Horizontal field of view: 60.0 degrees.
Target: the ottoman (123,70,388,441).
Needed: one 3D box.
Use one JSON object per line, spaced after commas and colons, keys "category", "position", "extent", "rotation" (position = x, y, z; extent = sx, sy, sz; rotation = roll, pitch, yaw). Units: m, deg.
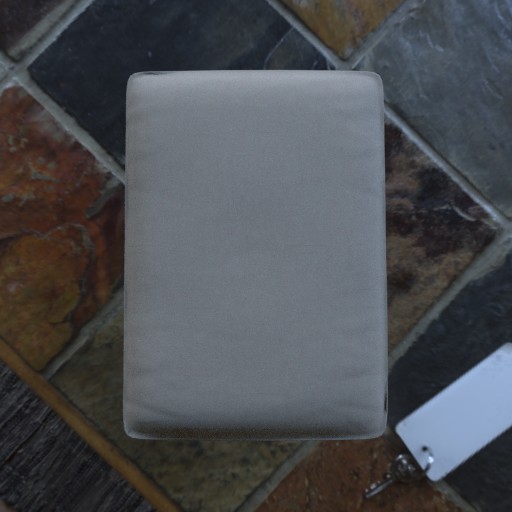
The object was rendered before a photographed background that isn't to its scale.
{"category": "ottoman", "position": [0.000, 0.000, 1.181], "extent": [0.611, 0.482, 0.848], "rotation": [0, 88, 0]}
